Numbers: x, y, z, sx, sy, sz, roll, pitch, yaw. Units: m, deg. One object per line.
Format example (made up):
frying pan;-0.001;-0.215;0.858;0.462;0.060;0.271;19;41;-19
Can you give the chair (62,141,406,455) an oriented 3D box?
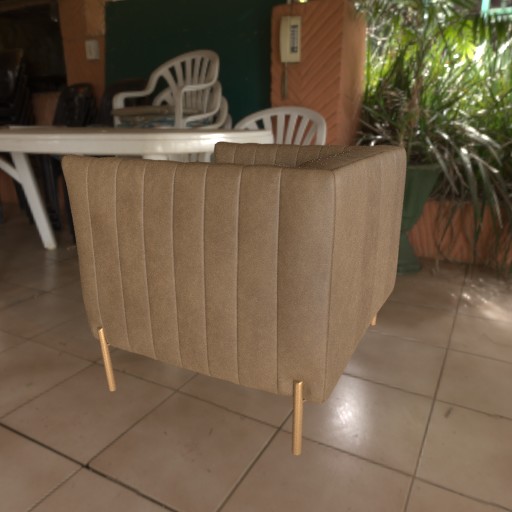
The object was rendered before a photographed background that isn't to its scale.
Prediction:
chair;0.000;0.000;1.630;0.876;0.779;0.981;9;19;26
